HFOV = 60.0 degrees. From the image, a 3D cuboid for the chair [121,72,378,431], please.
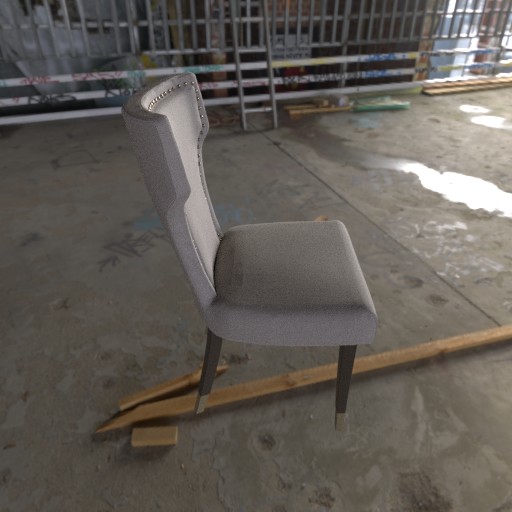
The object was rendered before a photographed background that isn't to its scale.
[{"bbox_3d":[0.000,0.000,1.320,0.630,0.950,0.526,0,33,0],"label":"chair"}]
